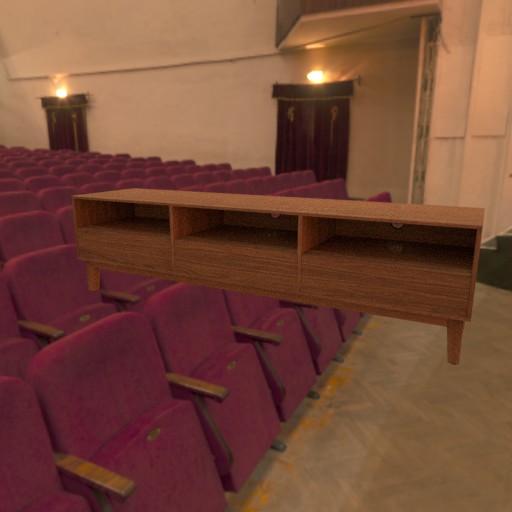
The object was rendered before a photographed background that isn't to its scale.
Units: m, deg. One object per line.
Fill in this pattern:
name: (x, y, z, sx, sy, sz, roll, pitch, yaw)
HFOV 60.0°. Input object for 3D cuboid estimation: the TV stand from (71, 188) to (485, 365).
TV stand: (0.000, 0.000, 1.660, 1.482, 0.409, 0.366, 7, 16, 26)
